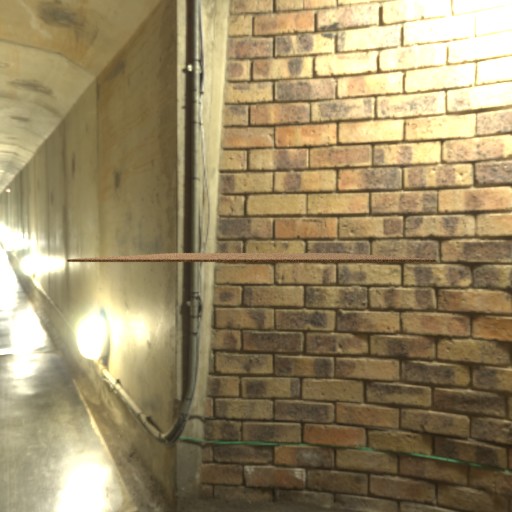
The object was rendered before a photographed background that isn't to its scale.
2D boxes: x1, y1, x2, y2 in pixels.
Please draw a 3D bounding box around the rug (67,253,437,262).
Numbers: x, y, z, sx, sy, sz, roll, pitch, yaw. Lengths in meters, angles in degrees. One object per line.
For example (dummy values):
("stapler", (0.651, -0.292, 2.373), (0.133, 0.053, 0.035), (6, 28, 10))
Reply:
("rug", (0.000, 0.000, 2.879), (1.566, 0.013, 2.141), (0, 1, 0))
